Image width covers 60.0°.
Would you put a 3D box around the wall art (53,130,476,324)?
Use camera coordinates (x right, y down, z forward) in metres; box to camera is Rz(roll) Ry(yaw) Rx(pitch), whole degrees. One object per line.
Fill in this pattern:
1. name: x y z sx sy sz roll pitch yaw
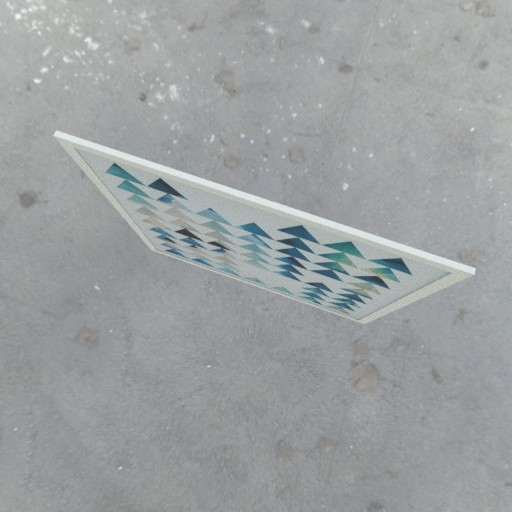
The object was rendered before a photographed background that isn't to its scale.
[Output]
1. wall art: 0.000 0.000 1.197 0.809 0.809 0.012 19 76 5
